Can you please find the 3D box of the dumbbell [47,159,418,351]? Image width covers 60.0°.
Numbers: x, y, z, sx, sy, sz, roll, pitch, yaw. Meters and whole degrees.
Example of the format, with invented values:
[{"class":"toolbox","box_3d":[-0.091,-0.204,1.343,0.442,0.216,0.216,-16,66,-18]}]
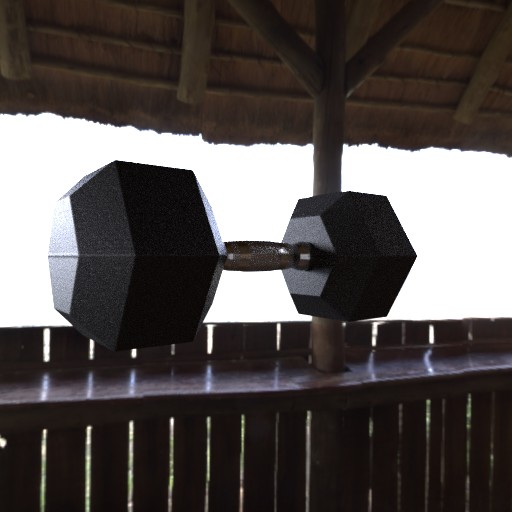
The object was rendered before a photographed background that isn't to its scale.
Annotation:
[{"class":"dumbbell","box_3d":[0.000,0.000,0.437,0.361,0.137,0.157,0,0,-36]}]
